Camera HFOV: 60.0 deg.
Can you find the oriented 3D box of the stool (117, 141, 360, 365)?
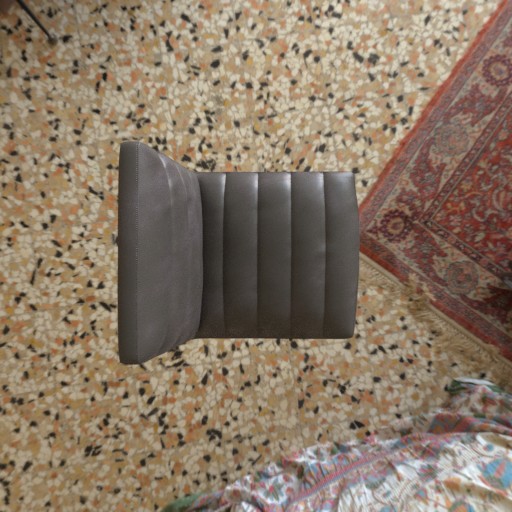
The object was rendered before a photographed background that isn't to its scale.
[{"bbox_3d":[0.000,0.000,1.384,0.562,1.065,0.463,0,89,-1],"label":"stool"}]
